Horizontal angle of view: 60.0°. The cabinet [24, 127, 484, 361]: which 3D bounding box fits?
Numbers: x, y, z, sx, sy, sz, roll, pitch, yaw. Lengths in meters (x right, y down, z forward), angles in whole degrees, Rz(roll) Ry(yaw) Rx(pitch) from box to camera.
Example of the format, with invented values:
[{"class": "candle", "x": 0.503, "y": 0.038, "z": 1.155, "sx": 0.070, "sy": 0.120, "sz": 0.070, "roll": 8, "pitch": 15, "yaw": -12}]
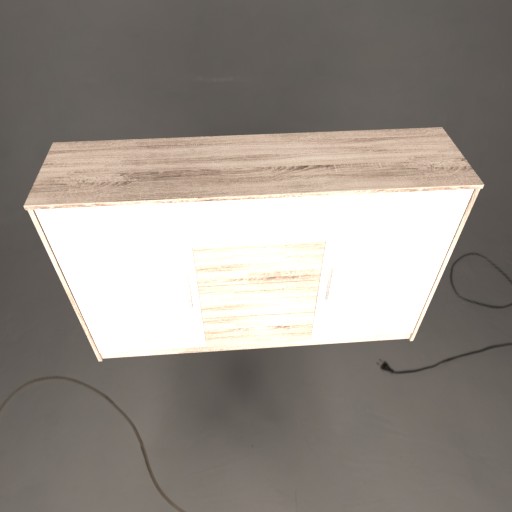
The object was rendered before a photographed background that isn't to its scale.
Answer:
[{"class": "cabinet", "x": 0.000, "y": 0.000, "z": 1.834, "sx": 1.450, "sy": 0.900, "sz": 0.380, "roll": -3, "pitch": 45, "yaw": -3}]
